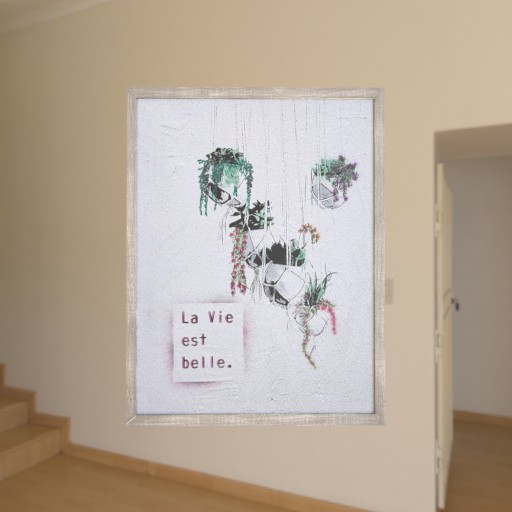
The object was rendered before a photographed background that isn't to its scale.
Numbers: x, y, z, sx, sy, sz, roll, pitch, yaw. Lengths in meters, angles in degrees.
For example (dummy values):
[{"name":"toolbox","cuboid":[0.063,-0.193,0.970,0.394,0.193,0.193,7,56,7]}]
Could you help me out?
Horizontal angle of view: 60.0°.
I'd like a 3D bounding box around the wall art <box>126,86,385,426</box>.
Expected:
[{"name":"wall art","cuboid":[0.000,0.000,1.352,0.781,1.022,0.035,0,0,-1]}]
